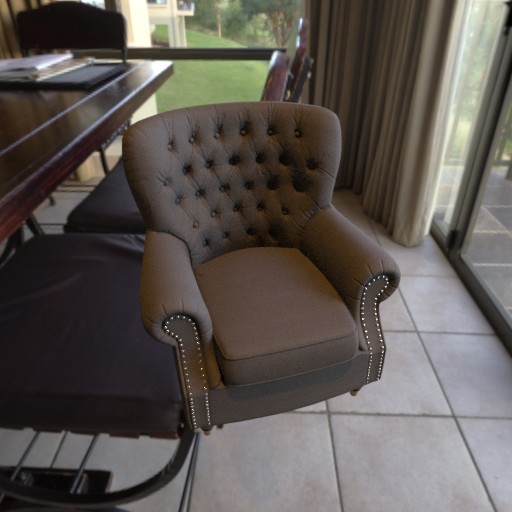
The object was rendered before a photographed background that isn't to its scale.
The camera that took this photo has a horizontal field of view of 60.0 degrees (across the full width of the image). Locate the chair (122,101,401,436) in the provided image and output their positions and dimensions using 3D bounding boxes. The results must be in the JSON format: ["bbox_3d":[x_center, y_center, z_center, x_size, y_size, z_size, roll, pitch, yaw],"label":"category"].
[{"bbox_3d":[0.000,0.000,1.841,0.983,1.046,0.983,-10,33,-15],"label":"chair"}]
